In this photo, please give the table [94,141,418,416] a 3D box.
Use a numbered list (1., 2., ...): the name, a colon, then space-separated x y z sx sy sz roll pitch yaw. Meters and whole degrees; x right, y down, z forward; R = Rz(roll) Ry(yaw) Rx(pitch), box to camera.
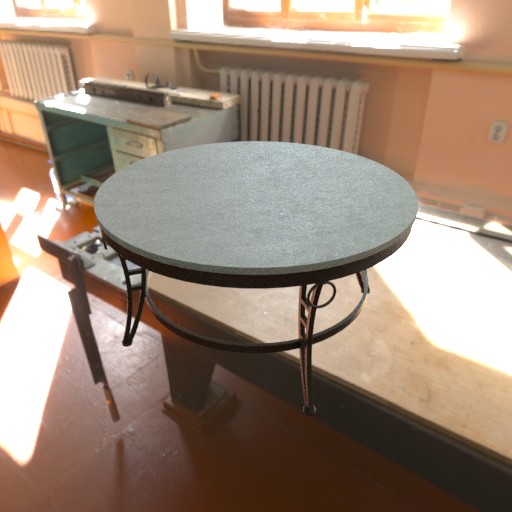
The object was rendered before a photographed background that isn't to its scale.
1. table: 0.000 0.000 1.391 0.889 0.470 0.889 0 31 0
